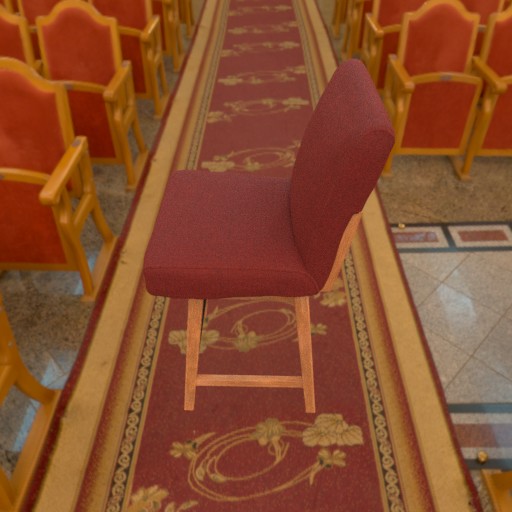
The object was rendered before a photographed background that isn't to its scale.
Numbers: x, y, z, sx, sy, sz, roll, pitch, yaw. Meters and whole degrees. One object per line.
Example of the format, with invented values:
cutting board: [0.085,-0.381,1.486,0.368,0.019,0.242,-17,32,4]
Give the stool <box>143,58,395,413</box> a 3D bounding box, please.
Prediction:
stool: [0.000,0.000,1.338,0.562,1.038,0.468,1,42,1]
